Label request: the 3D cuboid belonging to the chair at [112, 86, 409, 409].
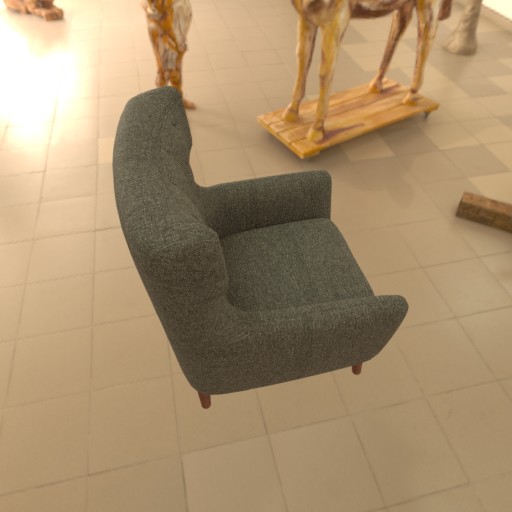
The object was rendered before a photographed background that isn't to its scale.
[{"bbox_3d":[0.000,0.000,1.743,0.904,1.063,0.878,-10,46,-9],"label":"chair"}]
